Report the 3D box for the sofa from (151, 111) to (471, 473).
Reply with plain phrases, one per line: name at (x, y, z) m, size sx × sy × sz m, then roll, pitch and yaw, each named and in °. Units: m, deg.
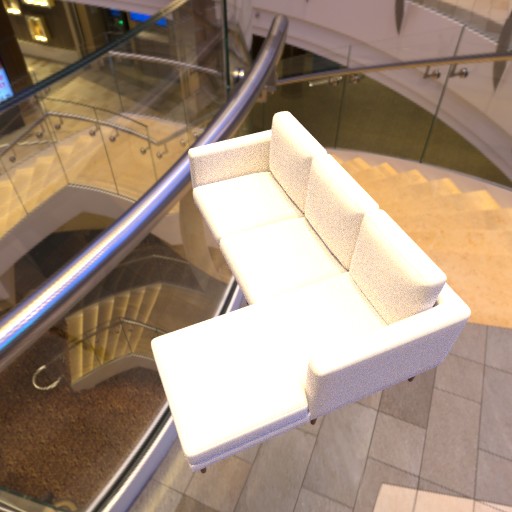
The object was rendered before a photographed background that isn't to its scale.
sofa at (0.000, 0.000, 2.859) m, size 1.580 × 0.899 × 2.029 m, roll -17°, pitch 49°, yaw -16°
